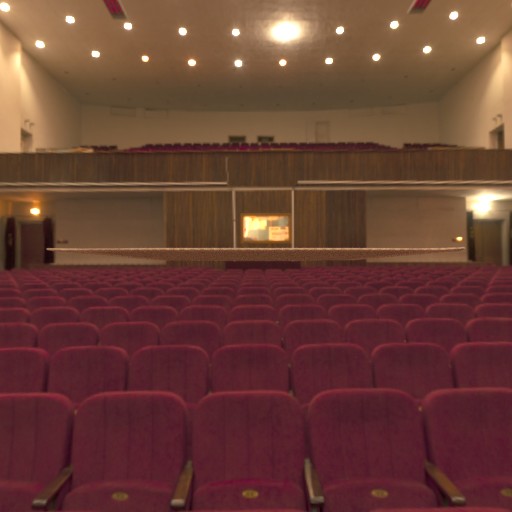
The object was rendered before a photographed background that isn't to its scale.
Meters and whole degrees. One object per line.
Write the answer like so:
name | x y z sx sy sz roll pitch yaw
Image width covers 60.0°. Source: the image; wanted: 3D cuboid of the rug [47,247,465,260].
rug | 0.000 0.000 3.844 2.277 0.035 2.897 0 -2 0
